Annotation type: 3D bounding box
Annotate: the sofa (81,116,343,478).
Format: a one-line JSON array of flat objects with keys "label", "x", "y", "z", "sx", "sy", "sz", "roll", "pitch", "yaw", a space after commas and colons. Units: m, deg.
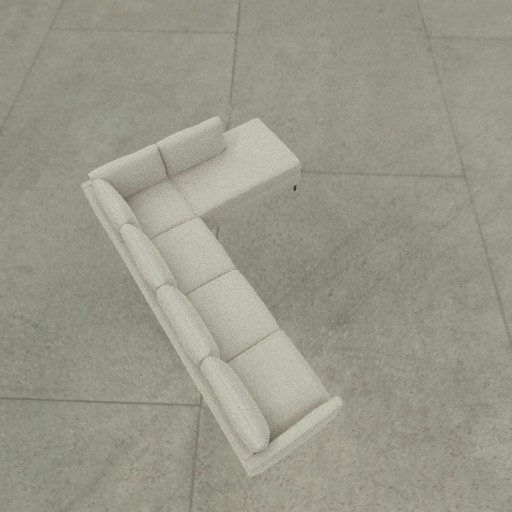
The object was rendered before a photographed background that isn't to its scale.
[{"label": "sofa", "x": 0.000, "y": 0.000, "z": 3.938, "sx": 2.007, "sy": 0.815, "sz": 2.949, "roll": -29, "pitch": 63, "yaw": -16}]
